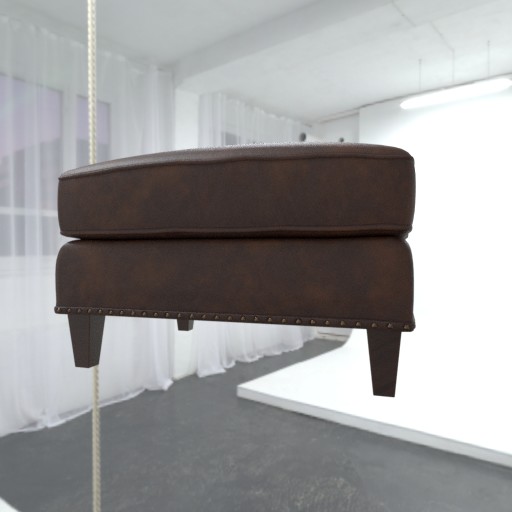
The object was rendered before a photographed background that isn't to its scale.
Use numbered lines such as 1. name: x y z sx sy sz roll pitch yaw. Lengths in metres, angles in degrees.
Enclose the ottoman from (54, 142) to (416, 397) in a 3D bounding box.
1. ottoman: 0.000 0.000 1.113 0.742 0.486 0.586 0 0 18
